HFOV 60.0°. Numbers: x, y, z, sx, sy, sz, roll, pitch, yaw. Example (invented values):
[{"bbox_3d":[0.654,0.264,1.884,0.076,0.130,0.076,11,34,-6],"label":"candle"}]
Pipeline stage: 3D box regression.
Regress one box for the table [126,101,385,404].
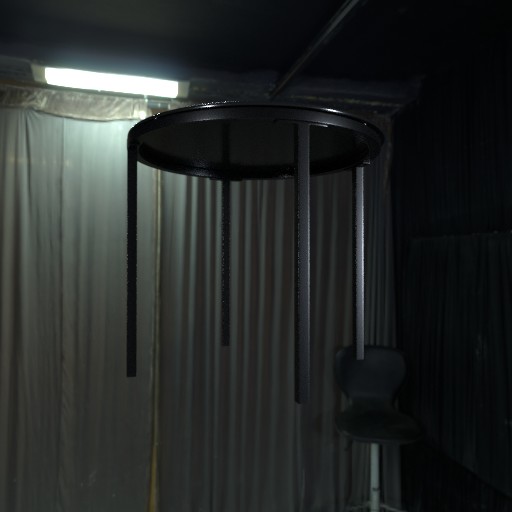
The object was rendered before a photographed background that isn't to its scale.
[{"bbox_3d":[0.000,0.000,0.889,0.499,0.443,0.499,0,-1,0],"label":"table"}]
